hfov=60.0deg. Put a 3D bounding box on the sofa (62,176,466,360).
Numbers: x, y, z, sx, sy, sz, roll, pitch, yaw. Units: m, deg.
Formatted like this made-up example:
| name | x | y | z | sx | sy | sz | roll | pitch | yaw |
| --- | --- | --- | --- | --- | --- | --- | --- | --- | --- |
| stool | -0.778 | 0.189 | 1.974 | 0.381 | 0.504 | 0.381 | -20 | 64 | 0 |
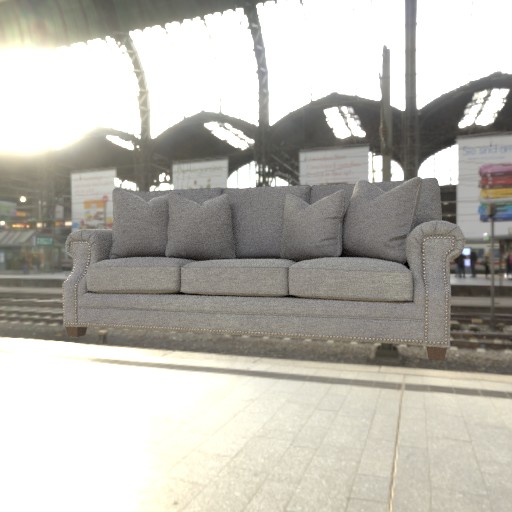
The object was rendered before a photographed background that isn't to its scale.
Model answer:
| name | x | y | z | sx | sy | sz | roll | pitch | yaw |
| --- | --- | --- | --- | --- | --- | --- | --- | --- | --- |
| sofa | 0.000 | 0.000 | 2.779 | 2.312 | 0.975 | 0.965 | 0 | 0 | 17 |
